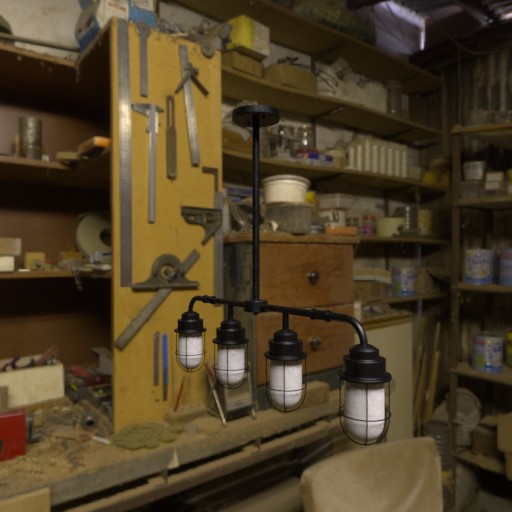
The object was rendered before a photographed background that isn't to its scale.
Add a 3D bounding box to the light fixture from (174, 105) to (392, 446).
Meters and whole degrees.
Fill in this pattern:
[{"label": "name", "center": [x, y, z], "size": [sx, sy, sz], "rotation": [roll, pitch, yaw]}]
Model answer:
[{"label": "light fixture", "center": [0.000, 0.000, 1.213], "size": [0.131, 0.785, 0.852], "rotation": [0, -1, -37]}]
